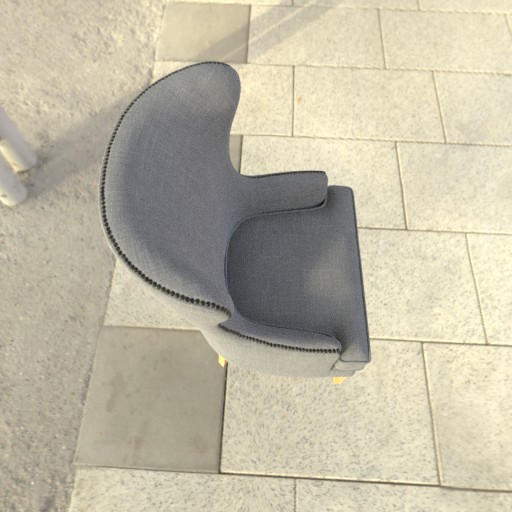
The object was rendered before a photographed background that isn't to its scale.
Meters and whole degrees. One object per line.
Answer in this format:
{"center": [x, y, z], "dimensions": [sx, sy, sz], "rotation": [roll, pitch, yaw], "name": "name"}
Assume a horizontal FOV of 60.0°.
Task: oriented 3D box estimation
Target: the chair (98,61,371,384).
{"center": [0.000, 0.000, 1.769], "dimensions": [0.883, 1.176, 0.864], "rotation": [0, 64, 0], "name": "chair"}
